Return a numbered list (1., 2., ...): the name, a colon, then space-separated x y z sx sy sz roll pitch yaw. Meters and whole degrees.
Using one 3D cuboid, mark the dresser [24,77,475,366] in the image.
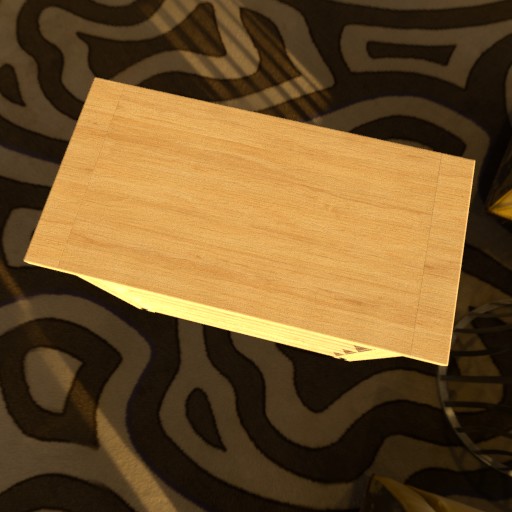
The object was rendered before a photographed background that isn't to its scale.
1. dresser: 0.000 0.000 1.211 0.800 0.730 0.410 13 76 3
